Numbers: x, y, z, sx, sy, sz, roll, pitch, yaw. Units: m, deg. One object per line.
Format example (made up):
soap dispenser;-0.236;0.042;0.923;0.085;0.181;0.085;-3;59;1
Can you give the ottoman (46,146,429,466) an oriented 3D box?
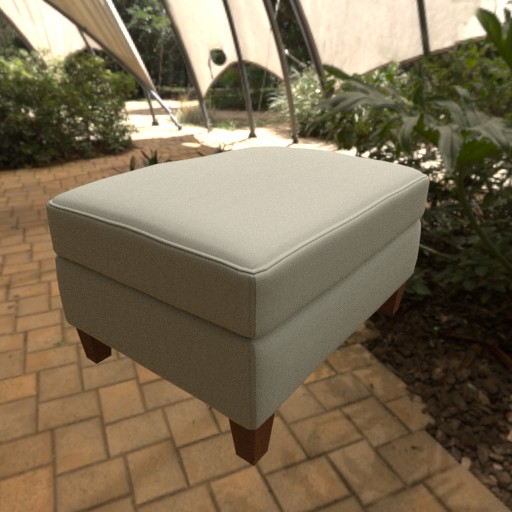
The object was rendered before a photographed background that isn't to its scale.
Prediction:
ottoman;0.000;0.000;1.189;0.634;0.496;0.818;17;29;34
